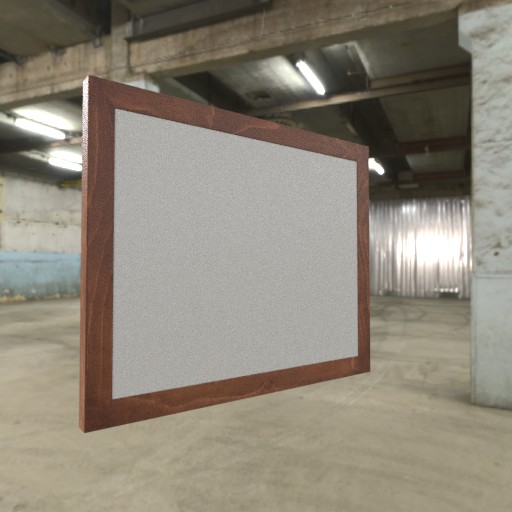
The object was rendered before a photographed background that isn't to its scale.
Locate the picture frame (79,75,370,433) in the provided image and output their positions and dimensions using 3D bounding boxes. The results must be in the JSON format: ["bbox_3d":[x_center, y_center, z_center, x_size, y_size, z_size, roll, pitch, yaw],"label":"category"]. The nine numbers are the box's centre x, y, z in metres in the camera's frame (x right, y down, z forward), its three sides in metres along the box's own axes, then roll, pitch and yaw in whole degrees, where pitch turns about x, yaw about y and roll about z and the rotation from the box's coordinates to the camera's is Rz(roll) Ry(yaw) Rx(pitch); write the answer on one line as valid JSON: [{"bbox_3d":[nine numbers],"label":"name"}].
[{"bbox_3d":[0.000,0.000,0.743,0.559,0.457,0.025,1,-2,-37],"label":"picture frame"}]
